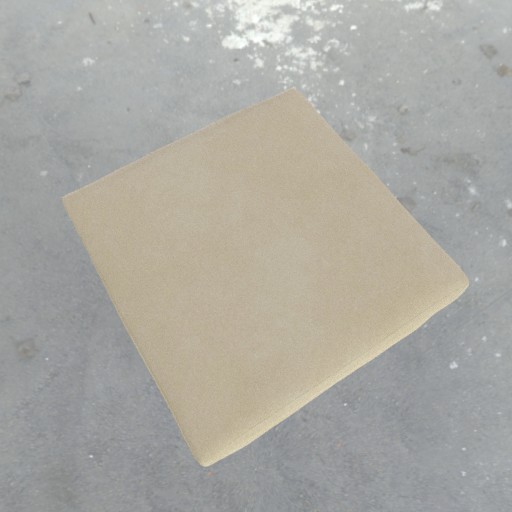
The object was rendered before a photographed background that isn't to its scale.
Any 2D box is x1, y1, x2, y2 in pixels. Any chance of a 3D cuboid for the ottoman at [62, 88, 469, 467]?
[{"bbox_3d":[0.000,0.000,1.879,1.190,0.522,1.205,-30,68,-13],"label":"ottoman"}]
